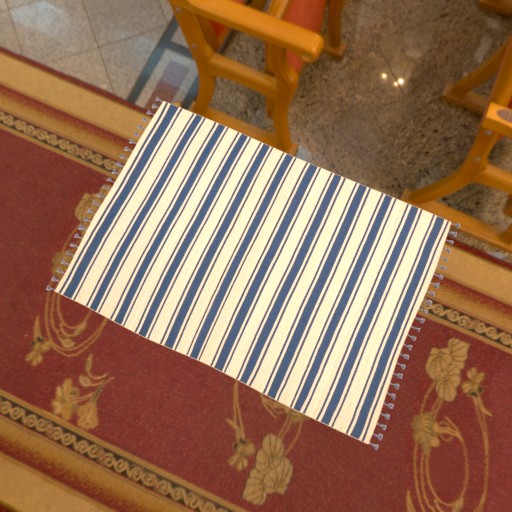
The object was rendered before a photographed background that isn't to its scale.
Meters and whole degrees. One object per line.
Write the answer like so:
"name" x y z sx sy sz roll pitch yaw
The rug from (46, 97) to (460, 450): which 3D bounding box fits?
"rug" 0.000 0.000 2.903 2.315 0.010 1.544 24 77 6
